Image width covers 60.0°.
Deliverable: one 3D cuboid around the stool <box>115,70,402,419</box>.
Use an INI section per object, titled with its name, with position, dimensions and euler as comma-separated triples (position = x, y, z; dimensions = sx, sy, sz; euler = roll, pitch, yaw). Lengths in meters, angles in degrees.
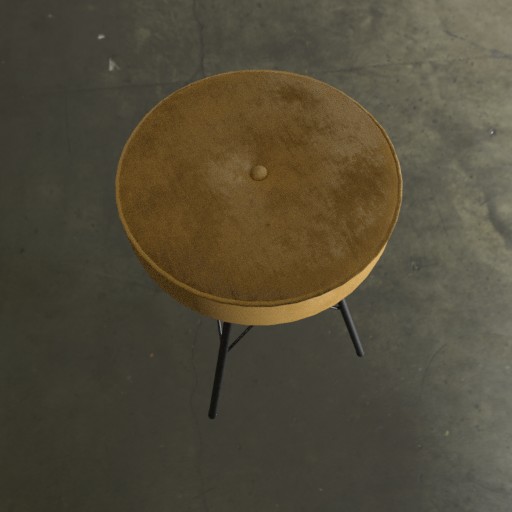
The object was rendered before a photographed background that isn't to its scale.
[stool]
position = 0.000, 0.000, 0.910
dimensions = 0.438, 0.595, 0.472
euler = -18, 66, -8
